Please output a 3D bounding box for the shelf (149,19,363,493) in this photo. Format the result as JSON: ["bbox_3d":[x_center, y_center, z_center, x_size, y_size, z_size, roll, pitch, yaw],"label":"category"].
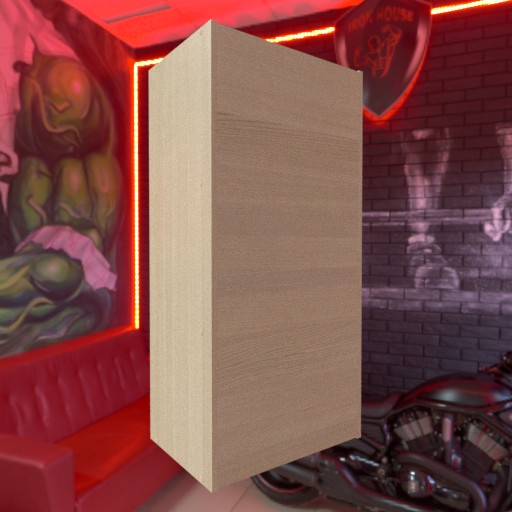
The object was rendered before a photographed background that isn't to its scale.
[{"bbox_3d":[0.000,0.000,1.059,0.417,0.876,0.292,-1,1,-36],"label":"shelf"}]
